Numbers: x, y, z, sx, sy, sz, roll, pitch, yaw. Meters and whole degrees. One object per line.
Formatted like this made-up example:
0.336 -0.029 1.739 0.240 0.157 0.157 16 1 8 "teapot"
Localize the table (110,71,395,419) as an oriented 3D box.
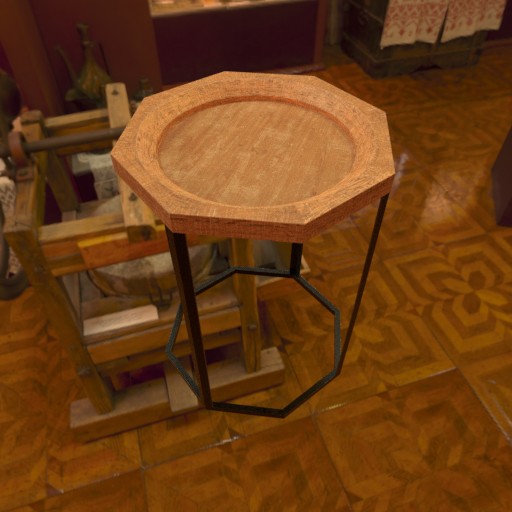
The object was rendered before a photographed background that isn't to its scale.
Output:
0.000 0.000 0.878 0.437 0.553 0.437 -11 48 -11 "table"
